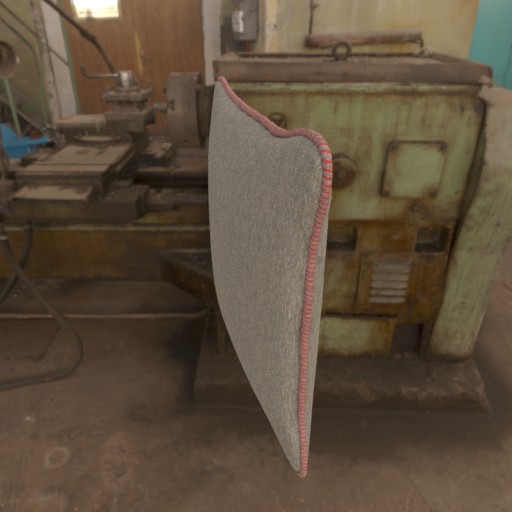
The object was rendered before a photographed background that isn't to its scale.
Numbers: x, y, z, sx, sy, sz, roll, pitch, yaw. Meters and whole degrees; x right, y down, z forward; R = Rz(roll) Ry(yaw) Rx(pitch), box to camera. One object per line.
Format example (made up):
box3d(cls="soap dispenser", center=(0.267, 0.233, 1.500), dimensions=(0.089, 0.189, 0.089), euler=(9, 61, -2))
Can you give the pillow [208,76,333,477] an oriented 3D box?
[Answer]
box3d(cls="pillow", center=(0.000, 0.000, 0.714), dimensions=(0.124, 0.491, 0.482), euler=(-8, 30, -14))
